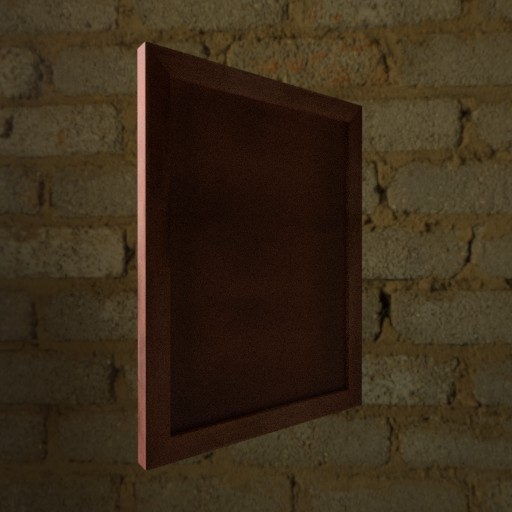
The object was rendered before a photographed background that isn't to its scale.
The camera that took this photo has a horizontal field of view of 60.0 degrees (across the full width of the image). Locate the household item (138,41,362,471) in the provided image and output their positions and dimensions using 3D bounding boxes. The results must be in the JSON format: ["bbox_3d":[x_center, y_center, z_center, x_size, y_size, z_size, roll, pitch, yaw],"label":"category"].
[{"bbox_3d":[0.000,0.000,0.538,0.310,0.407,0.067,0,0,-36],"label":"household item"}]
